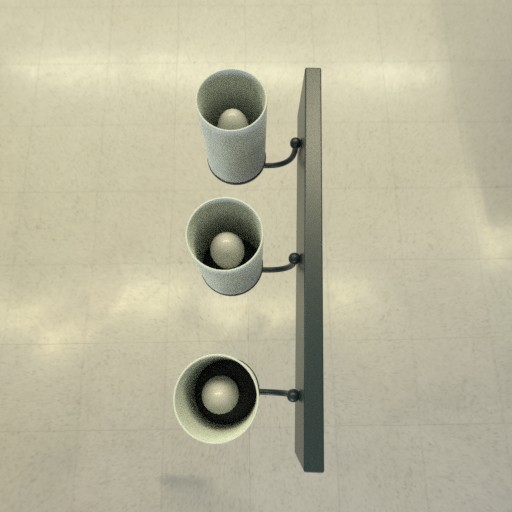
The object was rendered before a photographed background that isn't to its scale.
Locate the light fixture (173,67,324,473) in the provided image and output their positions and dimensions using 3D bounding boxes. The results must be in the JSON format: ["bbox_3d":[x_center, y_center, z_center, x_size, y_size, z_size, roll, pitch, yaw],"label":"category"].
[{"bbox_3d":[0.000,0.000,0.529,0.145,0.172,0.451,2,75,0],"label":"light fixture"}]
